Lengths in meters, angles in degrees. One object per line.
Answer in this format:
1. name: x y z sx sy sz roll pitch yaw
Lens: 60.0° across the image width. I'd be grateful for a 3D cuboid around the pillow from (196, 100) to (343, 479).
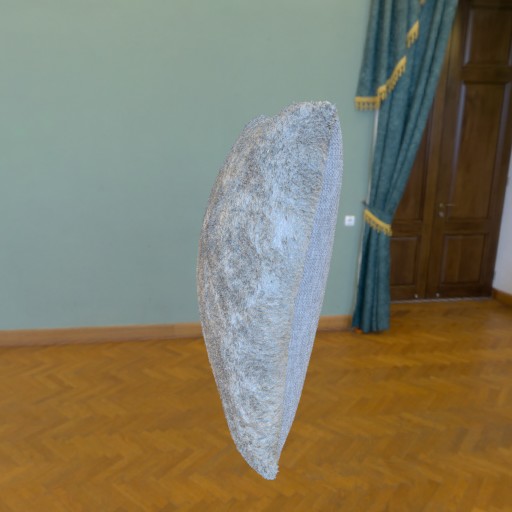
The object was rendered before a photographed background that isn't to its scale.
1. pillow: 0.000 0.000 0.801 0.218 0.515 0.529 -2 15 -8
